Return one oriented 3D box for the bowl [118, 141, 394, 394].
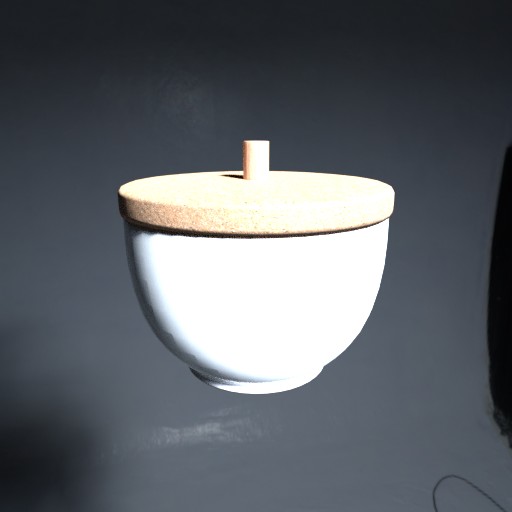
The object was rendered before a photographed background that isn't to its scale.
[{"bbox_3d":[0.000,0.000,0.220,0.126,0.110,0.126,0,16,0],"label":"bowl"}]
